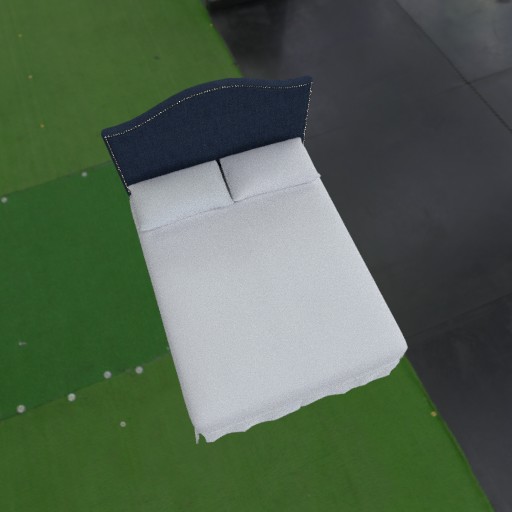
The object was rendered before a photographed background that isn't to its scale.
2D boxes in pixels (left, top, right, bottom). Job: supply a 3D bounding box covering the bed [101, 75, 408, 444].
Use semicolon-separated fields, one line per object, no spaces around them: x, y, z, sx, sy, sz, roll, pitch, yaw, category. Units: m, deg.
0.000;0.000;3.354;1.725;1.518;2.153;-18;65;-9;bed
